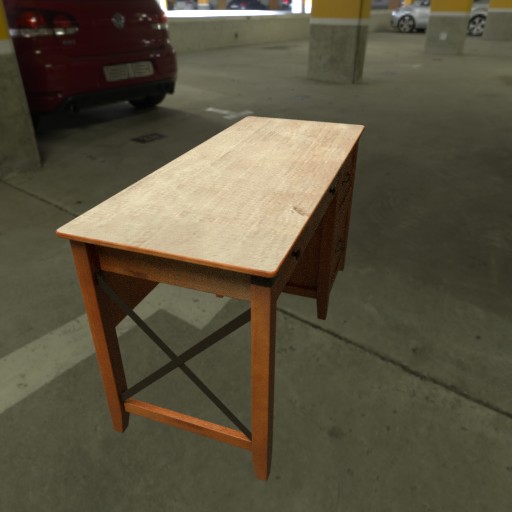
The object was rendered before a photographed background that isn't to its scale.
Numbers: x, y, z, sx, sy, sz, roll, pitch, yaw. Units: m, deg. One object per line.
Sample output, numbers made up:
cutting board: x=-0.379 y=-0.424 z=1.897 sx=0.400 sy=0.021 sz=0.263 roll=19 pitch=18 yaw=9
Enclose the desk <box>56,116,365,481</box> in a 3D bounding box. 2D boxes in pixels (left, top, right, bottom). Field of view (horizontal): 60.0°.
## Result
desk: x=0.000 y=0.000 z=1.742 sx=0.574 sy=0.756 sz=1.353 roll=10 pitch=31 yaw=17
